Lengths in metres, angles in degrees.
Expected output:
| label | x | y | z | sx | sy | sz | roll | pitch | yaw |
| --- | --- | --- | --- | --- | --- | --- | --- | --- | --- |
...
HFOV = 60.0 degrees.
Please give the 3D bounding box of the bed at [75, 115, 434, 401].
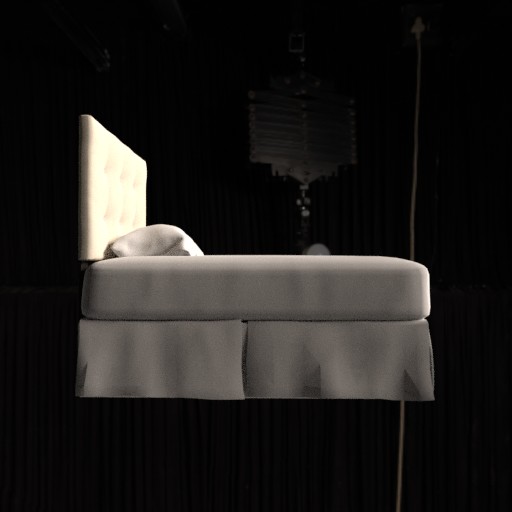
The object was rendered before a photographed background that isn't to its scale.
| label | x | y | z | sx | sy | sz | roll | pitch | yaw |
| --- | --- | --- | --- | --- | --- | --- | --- | --- | --- |
| bed | 0.000 | 0.000 | 3.004 | 1.997 | 1.571 | 1.261 | 0 | -1 | 1 |
